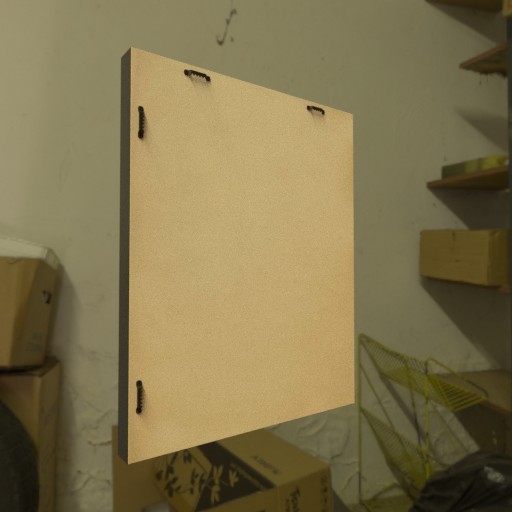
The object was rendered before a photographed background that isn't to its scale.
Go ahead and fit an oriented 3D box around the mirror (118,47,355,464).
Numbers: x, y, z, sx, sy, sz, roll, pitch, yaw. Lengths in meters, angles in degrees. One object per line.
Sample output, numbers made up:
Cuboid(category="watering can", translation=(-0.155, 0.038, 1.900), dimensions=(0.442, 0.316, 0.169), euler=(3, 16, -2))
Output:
Cuboid(category="mirror", translation=(0.000, 0.000, 0.672), dimensions=(0.406, 0.509, 0.041), euler=(1, -2, -36))
